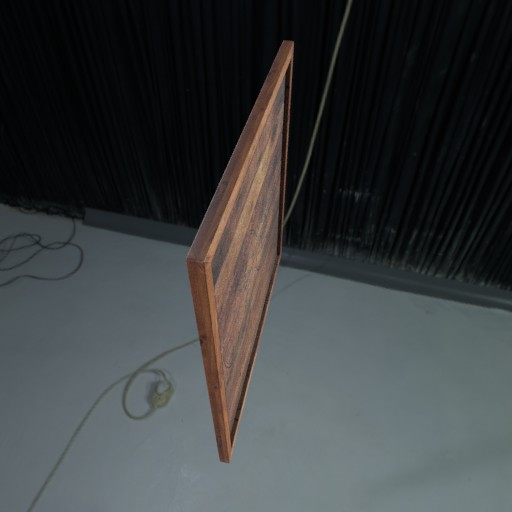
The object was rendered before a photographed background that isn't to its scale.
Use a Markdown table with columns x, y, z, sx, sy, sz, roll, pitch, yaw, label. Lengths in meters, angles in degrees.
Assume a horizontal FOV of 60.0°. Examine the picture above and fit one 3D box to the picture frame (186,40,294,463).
| x | y | z | sx | sy | sz | roll | pitch | yaw | label |
| --- | --- | --- | --- | --- | --- | --- | --- | --- | --- |
| 0.000 | 0.000 | 1.193 | 0.029 | 0.817 | 0.810 | 9 | 47 | 8 | picture frame |
